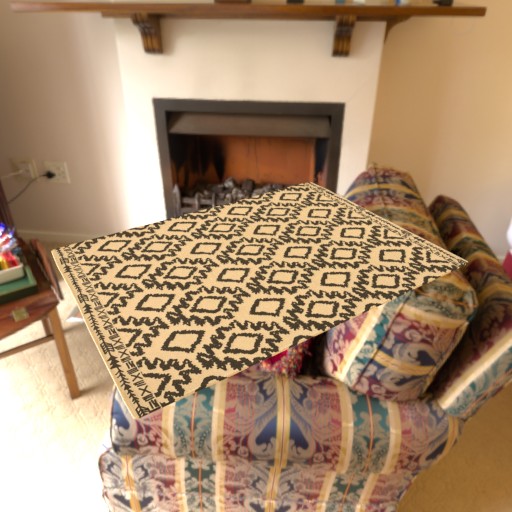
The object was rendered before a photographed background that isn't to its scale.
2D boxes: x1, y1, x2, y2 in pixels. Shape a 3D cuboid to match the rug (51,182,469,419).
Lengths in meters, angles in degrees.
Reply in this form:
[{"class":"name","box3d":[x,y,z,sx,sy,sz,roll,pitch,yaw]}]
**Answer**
[{"class":"rug","box3d":[0.000,0.000,4.365,3.369,0.036,2.444,-19,36,-28]}]
